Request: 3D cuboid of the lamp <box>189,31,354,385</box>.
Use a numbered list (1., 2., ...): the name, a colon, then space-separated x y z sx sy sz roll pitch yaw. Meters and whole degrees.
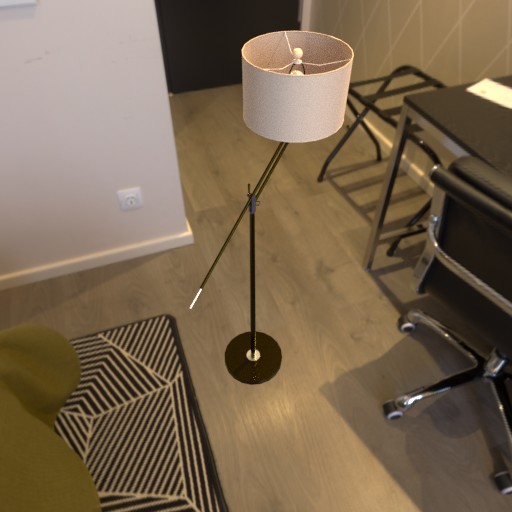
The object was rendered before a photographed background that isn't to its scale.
1. lamp: 0.000 0.000 1.949 0.373 1.635 0.809 31 53 26
